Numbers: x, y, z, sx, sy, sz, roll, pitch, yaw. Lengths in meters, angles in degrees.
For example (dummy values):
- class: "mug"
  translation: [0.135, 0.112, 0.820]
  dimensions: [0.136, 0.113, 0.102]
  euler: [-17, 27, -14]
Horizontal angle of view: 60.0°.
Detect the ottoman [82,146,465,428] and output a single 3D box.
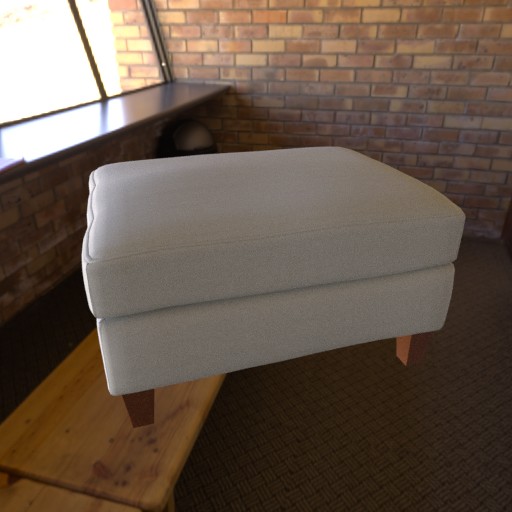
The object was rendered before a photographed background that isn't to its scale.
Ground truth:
- class: "ottoman"
  translation: [0.000, 0.000, 1.205]
  dimensions: [0.818, 0.496, 0.634]
  euler: [-8, 28, -15]
